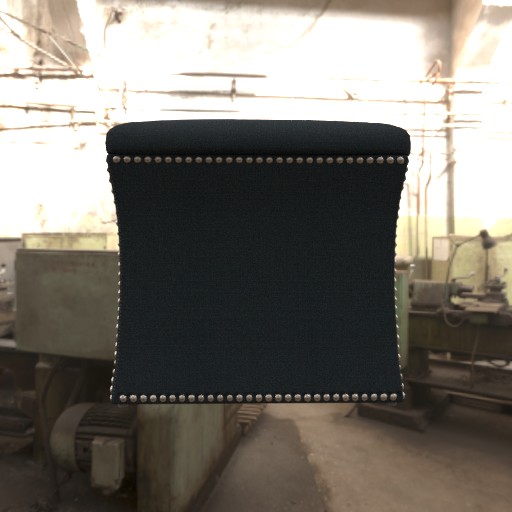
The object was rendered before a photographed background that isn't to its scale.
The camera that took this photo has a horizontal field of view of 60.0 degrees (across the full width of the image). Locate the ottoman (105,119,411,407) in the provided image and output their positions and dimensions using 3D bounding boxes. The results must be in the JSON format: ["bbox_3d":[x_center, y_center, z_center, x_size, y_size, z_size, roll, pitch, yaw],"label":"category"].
[{"bbox_3d":[0.000,0.000,0.930,0.497,0.475,0.507,0,1,-1],"label":"ottoman"}]
